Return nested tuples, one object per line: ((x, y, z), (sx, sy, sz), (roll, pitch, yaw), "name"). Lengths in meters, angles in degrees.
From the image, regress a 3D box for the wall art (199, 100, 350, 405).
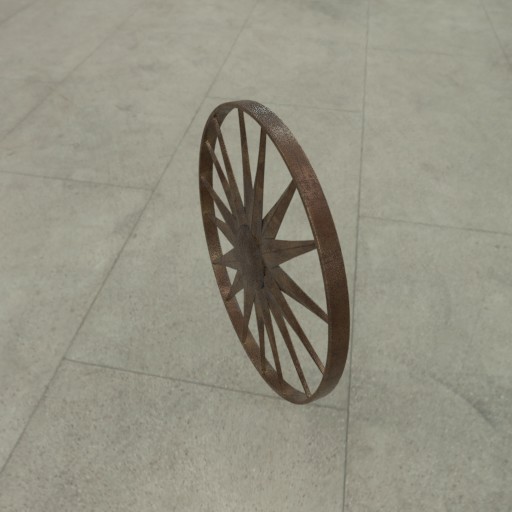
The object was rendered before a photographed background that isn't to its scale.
((0.000, 0.000, 0.875), (0.084, 0.583, 0.582), (-19, 50, -16), "wall art")
